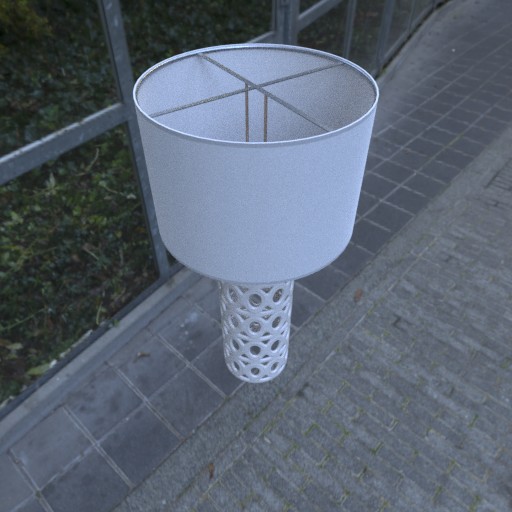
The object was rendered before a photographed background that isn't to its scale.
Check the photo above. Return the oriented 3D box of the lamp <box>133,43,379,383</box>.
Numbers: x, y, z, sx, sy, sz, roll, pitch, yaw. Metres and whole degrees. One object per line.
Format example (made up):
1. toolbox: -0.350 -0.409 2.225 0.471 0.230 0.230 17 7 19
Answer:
1. lamp: 0.000 0.000 0.815 0.324 0.636 0.325 -25 49 -24
